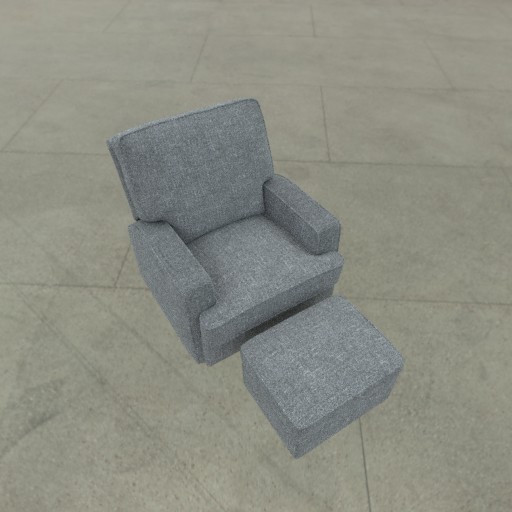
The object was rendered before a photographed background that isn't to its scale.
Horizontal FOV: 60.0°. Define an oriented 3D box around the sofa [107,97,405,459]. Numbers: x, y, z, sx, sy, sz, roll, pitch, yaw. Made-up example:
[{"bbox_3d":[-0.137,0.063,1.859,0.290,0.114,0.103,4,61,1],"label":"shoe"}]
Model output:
[{"bbox_3d":[0.000,0.000,2.043,0.861,0.959,1.472,-24,50,-22],"label":"sofa"}]
